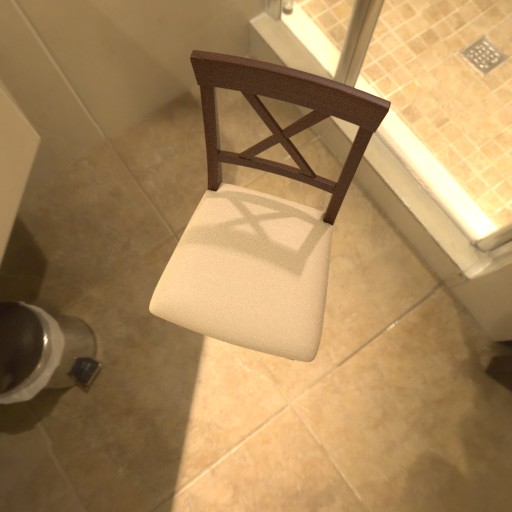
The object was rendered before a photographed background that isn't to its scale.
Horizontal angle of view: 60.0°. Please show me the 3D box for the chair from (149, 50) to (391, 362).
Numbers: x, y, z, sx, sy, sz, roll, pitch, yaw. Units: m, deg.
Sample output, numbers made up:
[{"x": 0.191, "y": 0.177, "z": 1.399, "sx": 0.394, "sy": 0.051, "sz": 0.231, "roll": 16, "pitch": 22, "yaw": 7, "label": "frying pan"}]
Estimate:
[{"x": 0.000, "y": 0.000, "z": 1.180, "sx": 0.440, "sy": 0.913, "sz": 0.480, "roll": 17, "pitch": 76, "yaw": 4, "label": "chair"}]
